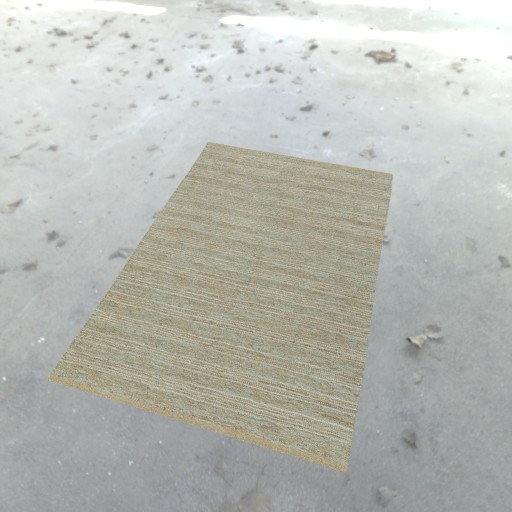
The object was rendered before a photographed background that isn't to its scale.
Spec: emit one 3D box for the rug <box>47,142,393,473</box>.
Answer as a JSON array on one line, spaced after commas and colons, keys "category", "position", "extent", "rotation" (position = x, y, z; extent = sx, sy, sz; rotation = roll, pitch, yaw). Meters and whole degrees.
[{"category": "rug", "position": [0.000, 0.000, 2.288], "extent": [1.240, 0.010, 1.824], "rotation": [13, 48, 11]}]
